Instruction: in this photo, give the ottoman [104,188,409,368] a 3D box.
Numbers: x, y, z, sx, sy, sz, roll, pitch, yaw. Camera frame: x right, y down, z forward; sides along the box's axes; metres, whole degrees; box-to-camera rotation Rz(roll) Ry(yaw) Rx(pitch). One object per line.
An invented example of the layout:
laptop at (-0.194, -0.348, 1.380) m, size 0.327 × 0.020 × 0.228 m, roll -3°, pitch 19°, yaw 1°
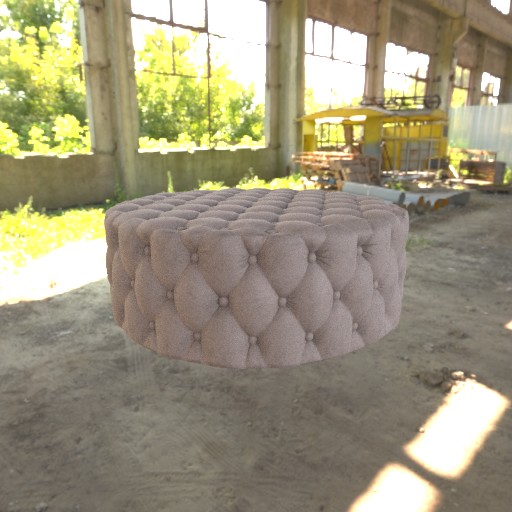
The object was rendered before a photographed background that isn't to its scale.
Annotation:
ottoman at (0.000, 0.000, 1.537) m, size 0.998 × 0.399 × 0.998 m, roll 0°, pitch 14°, yaw 0°
